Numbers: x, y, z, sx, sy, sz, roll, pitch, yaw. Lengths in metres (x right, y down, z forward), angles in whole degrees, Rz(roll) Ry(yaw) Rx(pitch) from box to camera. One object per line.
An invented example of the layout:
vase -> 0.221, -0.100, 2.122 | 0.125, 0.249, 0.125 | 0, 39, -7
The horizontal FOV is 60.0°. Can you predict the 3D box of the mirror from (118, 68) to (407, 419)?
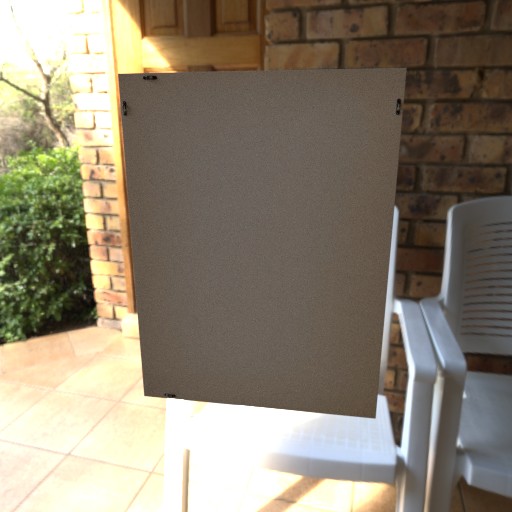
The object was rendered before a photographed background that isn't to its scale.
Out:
mirror -> 0.000, 0.000, 1.314 | 0.762, 1.016, 0.040 | 3, 17, 9
